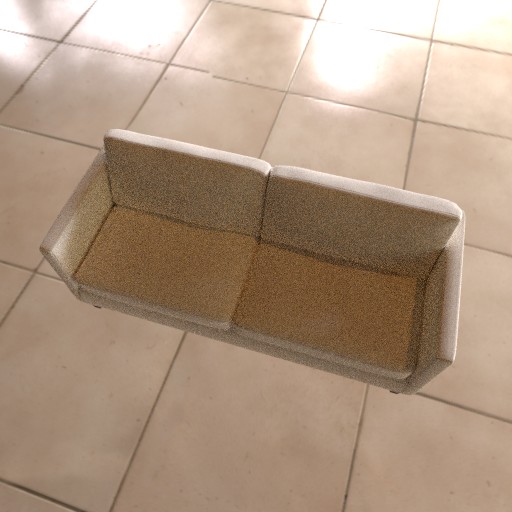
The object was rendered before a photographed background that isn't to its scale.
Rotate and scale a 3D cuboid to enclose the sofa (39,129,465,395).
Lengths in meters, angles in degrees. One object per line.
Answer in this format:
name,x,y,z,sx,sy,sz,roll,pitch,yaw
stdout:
sofa,0.000,0.000,2.574,2.139,0.933,0.924,14,60,8
